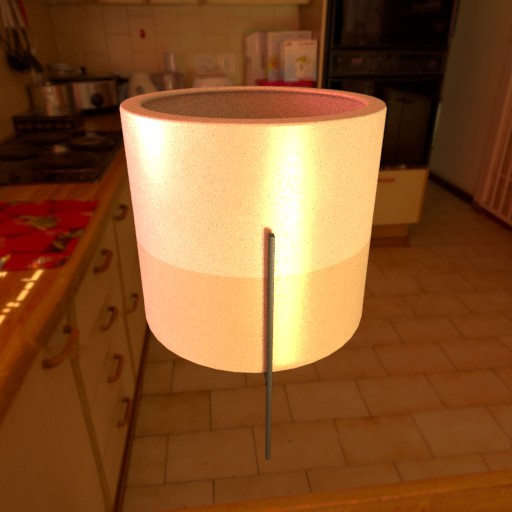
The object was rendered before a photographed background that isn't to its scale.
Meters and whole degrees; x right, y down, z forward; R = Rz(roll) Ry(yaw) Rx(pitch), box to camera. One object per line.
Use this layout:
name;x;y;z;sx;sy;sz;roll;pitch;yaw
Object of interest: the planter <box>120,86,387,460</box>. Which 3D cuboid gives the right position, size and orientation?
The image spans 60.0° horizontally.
planter;0.000;0.000;0.720;0.368;0.484;0.359;-19;32;-32
